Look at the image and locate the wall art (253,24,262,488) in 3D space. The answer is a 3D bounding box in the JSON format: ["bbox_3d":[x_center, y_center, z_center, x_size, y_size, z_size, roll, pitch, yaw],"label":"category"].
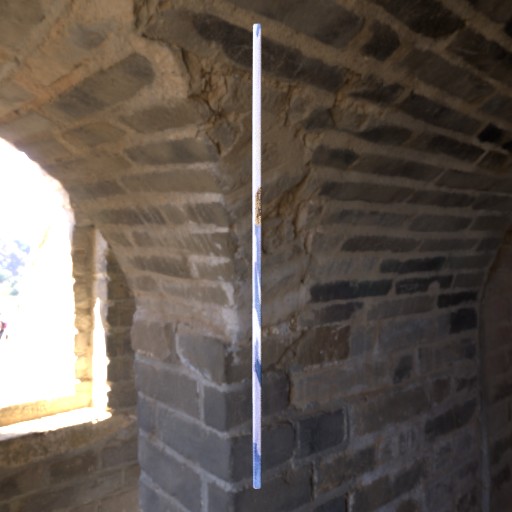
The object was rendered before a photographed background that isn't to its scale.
[{"bbox_3d":[0.000,0.000,1.173,0.016,0.914,0.610,0,0,-1],"label":"wall art"}]
